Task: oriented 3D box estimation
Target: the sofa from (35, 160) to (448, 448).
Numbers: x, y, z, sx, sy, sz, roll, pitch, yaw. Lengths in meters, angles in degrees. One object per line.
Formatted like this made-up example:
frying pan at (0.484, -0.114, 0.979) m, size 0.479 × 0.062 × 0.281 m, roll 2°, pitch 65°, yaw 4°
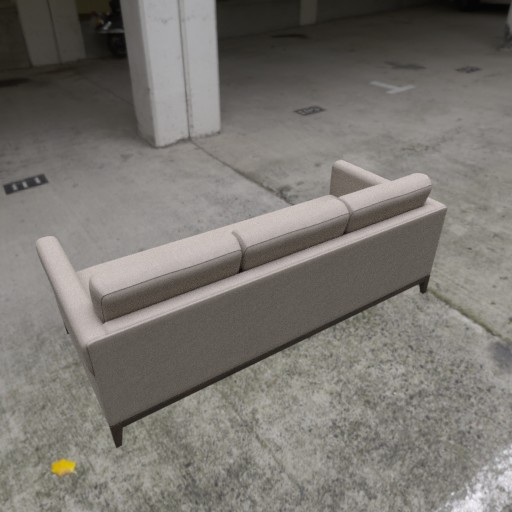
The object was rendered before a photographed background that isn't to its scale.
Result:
sofa at (0.000, 0.000, 2.655) m, size 2.210 × 0.838 × 0.959 m, roll -19°, pitch 37°, yaw -27°
